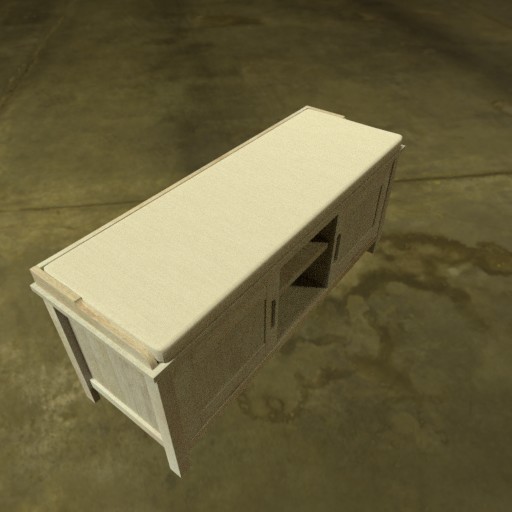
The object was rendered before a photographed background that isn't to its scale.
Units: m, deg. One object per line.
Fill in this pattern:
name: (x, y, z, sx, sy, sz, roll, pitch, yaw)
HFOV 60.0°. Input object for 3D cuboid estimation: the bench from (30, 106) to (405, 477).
bench: (0.000, 0.000, 1.371, 0.398, 0.501, 1.140, 26, 47, 27)
